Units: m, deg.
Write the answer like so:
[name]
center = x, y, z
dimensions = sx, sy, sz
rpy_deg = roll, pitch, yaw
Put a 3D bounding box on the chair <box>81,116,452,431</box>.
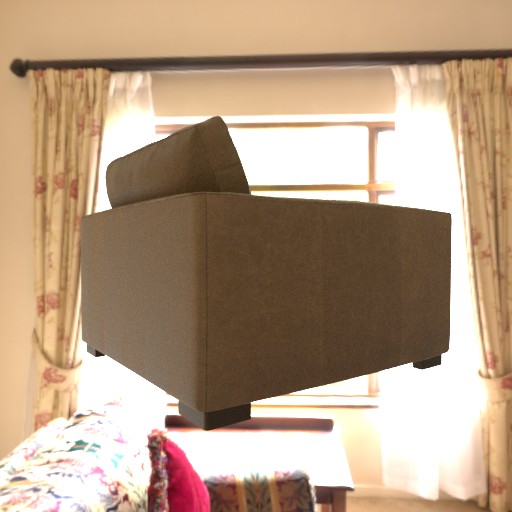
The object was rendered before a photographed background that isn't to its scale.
[chair]
center = 0.000, 0.000, 1.756
dimensions = 1.080, 0.807, 1.106
rpy_deg = -1, 1, -36
